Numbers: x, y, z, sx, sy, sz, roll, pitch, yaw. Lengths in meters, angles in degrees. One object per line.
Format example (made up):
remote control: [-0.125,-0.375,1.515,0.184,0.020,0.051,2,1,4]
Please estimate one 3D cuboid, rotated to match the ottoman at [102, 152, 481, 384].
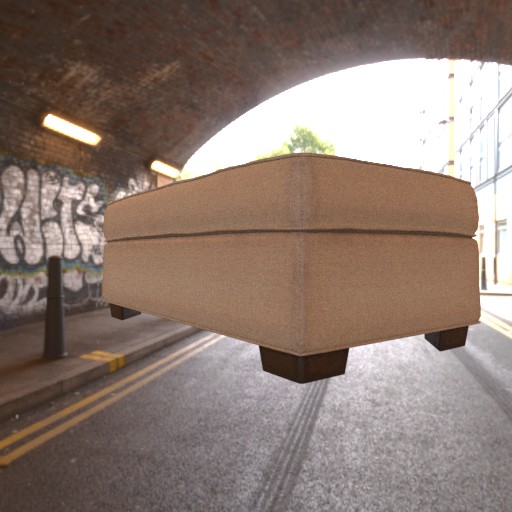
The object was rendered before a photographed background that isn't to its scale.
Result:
ottoman: [0.000,0.000,1.367,0.617,0.448,1.097,0,1,-36]
